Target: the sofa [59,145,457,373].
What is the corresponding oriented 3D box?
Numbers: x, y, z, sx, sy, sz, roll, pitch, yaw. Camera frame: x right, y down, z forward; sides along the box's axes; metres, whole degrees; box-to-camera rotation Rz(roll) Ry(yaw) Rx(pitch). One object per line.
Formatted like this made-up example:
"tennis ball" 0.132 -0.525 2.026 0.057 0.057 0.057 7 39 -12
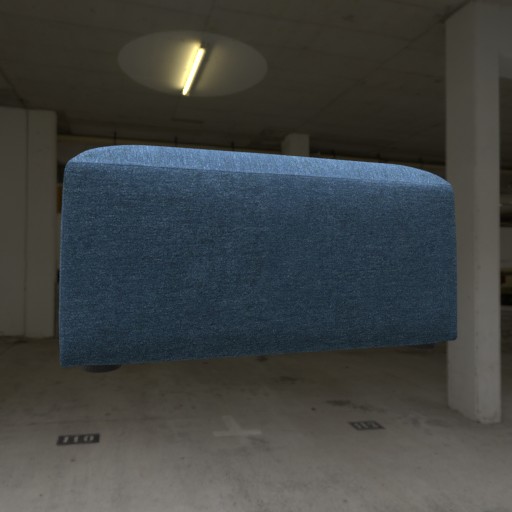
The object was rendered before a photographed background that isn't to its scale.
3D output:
"sofa" 0.000 0.000 1.195 0.930 0.470 0.480 0 -1 -18
